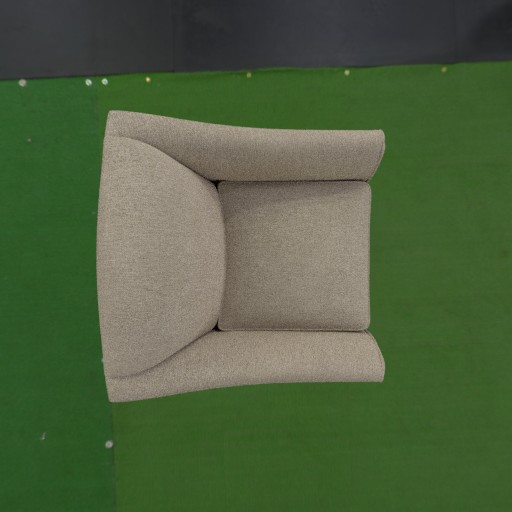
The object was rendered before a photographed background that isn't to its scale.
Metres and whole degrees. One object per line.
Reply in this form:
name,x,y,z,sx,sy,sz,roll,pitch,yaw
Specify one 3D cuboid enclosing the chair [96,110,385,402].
chair,0.000,0.000,1.439,0.787,0.839,0.763,0,90,-1
